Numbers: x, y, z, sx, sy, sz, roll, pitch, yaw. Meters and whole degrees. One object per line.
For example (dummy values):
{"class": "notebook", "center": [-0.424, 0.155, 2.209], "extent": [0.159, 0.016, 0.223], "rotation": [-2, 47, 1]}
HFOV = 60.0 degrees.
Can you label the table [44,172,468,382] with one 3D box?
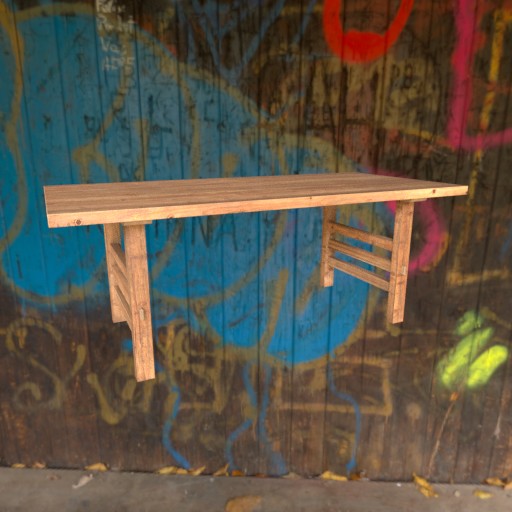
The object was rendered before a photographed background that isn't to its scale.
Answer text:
{"class": "table", "center": [0.000, 0.000, 2.415], "extent": [2.003, 0.760, 0.952], "rotation": [-7, 17, -24]}
